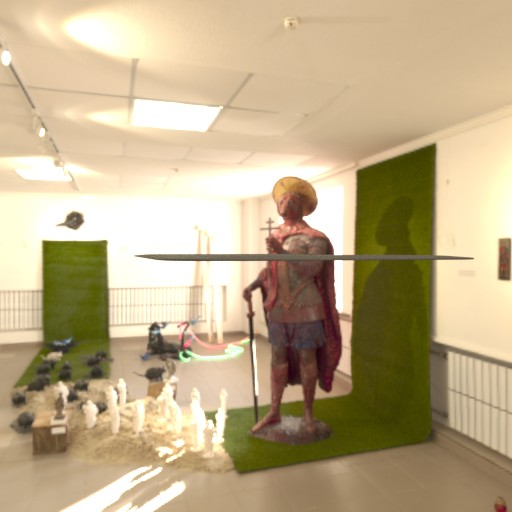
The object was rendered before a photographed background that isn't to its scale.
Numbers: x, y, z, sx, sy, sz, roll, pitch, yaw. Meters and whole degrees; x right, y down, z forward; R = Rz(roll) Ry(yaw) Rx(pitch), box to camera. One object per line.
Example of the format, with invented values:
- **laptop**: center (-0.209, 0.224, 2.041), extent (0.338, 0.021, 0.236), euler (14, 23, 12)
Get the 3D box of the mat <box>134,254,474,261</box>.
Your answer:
- **mat**: center (0.000, 0.000, 1.827), extent (0.918, 0.013, 1.524), euler (0, 0, -18)
